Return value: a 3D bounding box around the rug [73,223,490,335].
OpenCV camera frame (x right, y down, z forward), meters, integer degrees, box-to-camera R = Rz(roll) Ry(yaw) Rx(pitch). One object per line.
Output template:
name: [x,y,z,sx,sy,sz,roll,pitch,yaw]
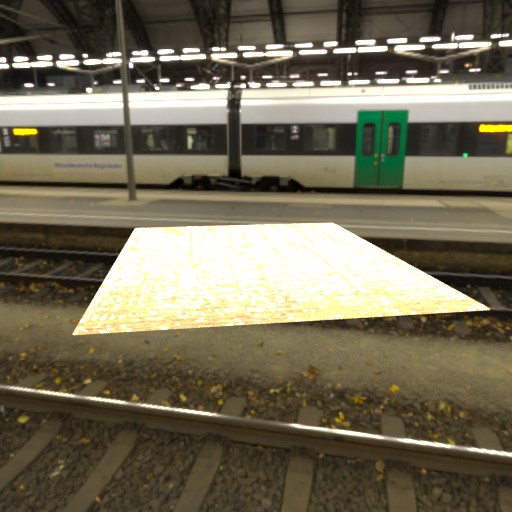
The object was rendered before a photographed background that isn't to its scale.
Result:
rug: [0.000,0.000,3.990,2.441,0.011,3.050,-2,14,-8]
